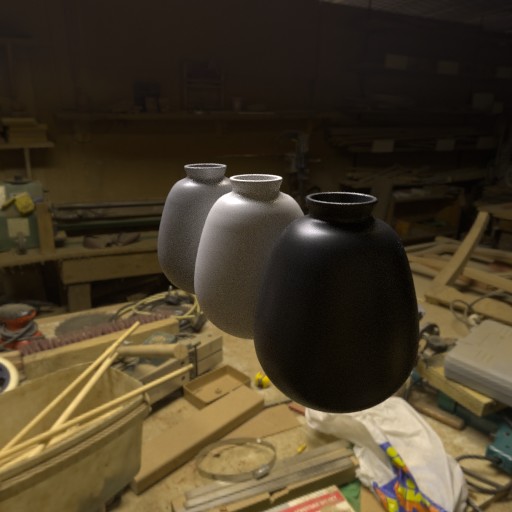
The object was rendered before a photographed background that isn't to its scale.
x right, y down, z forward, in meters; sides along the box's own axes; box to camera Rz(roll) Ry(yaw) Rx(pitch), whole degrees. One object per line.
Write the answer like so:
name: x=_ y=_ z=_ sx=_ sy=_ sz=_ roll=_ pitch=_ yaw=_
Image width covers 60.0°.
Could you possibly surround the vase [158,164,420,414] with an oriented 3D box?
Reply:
vase: x=0.000 y=0.000 z=0.347 sx=0.097 sy=0.122 sz=0.297 roll=-9 pitch=19 yaw=-27
